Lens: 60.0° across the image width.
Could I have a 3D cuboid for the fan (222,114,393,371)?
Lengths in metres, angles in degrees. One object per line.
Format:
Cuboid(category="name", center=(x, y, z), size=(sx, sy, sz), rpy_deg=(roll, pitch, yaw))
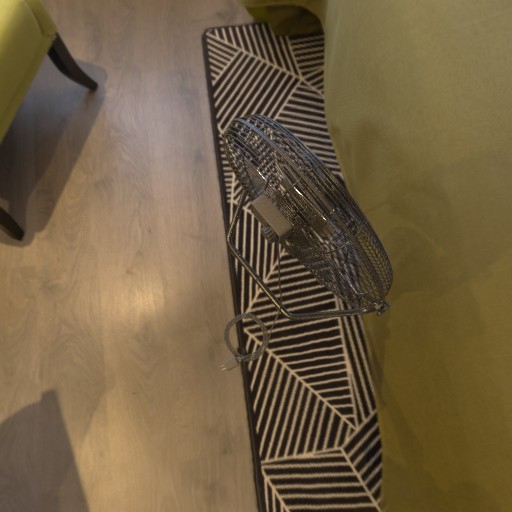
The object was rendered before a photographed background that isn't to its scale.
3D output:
Cuboid(category="fan", center=(0.000, 0.000, 1.037), size=(0.470, 0.605, 0.595), rpy_deg=(-38, 78, -9))
